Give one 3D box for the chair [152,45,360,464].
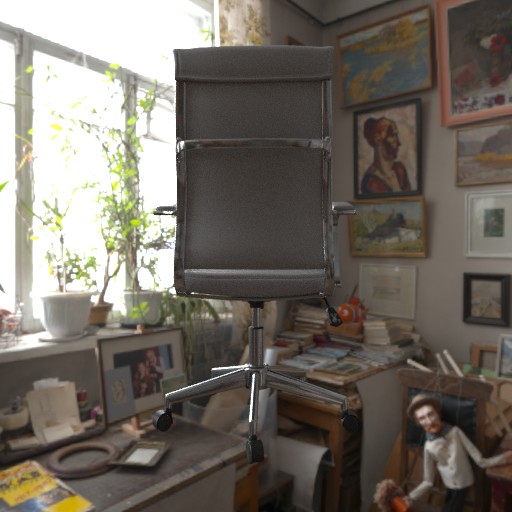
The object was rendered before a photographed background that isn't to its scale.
[{"bbox_3d":[0.000,0.000,1.516,0.679,1.149,0.667,0,0,2],"label":"chair"}]
